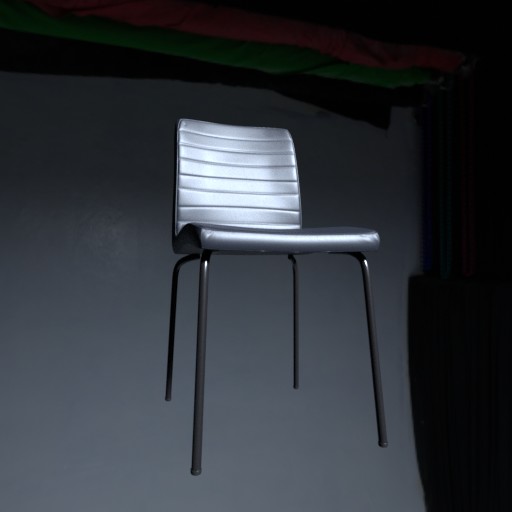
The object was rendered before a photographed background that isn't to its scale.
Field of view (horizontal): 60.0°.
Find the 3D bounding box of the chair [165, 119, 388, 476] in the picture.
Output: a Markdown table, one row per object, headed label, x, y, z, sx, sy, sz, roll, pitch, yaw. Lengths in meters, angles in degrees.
| label | x | y | z | sx | sy | sz | roll | pitch | yaw |
| --- | --- | --- | --- | --- | --- | --- | --- | --- | --- |
| chair | 0.000 | 0.000 | 1.209 | 0.450 | 0.872 | 0.572 | 0 | -1 | -18 |
